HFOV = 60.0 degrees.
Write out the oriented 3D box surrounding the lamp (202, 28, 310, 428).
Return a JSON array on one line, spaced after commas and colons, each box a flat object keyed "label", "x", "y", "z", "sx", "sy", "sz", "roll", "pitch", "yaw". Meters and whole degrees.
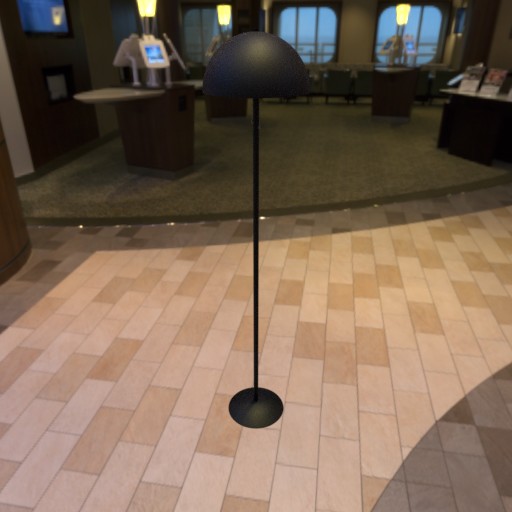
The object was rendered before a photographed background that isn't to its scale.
[{"label": "lamp", "x": 0.000, "y": 0.000, "z": 1.618, "sx": 0.328, "sy": 1.480, "sz": 0.328, "roll": -18, "pitch": 32, "yaw": -32}]
